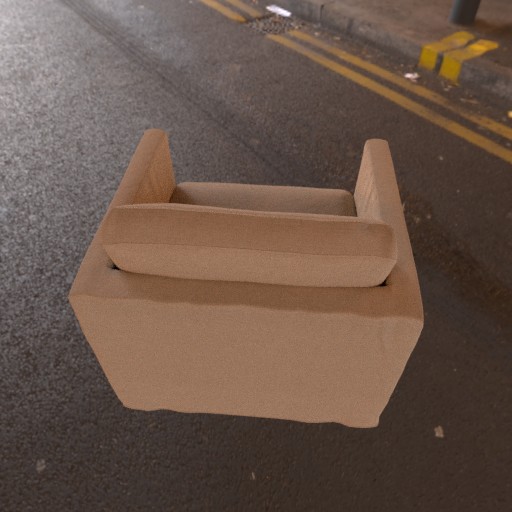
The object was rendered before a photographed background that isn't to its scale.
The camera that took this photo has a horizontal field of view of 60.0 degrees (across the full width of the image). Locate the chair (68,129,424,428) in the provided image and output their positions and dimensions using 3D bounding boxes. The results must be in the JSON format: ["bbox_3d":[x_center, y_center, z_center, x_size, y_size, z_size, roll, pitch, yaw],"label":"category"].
[{"bbox_3d":[0.000,0.000,1.749,1.057,0.867,0.949,3,46,3],"label":"chair"}]
